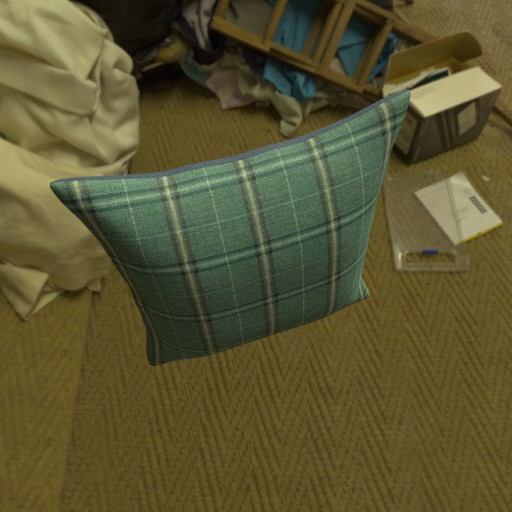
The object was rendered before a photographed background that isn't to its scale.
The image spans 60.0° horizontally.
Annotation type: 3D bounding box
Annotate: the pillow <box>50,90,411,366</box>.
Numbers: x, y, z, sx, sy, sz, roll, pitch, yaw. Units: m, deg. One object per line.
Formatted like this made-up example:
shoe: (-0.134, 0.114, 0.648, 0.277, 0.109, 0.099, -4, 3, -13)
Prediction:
pillow: (0.000, 0.000, 0.695, 0.453, 0.430, 0.200, -17, 64, -8)
